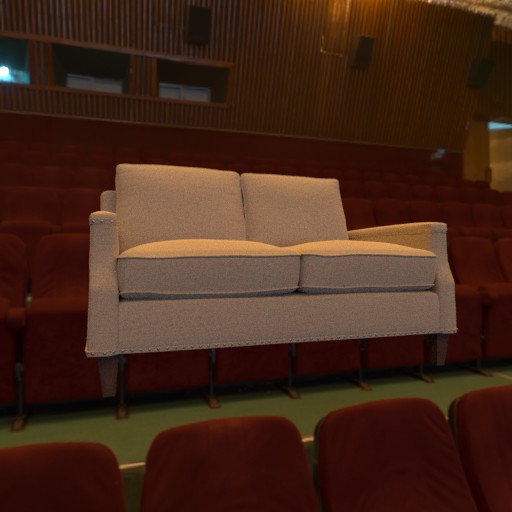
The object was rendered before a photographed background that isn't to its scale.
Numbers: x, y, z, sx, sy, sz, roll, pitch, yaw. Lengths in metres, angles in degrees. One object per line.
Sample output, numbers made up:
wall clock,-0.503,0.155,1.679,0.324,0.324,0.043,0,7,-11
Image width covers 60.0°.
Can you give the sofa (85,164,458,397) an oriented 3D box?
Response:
sofa,0.000,0.000,2.257,1.597,1.003,1.084,0,-1,-19
